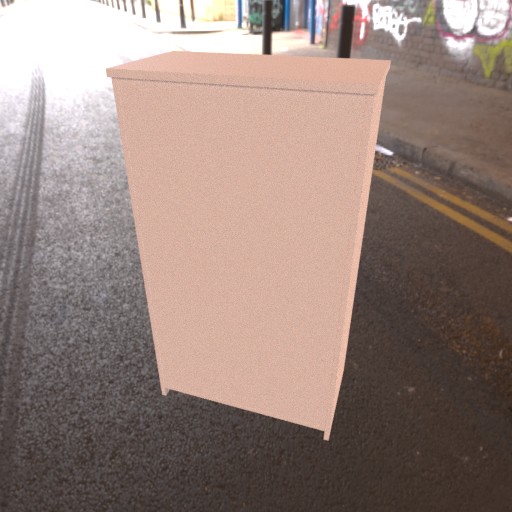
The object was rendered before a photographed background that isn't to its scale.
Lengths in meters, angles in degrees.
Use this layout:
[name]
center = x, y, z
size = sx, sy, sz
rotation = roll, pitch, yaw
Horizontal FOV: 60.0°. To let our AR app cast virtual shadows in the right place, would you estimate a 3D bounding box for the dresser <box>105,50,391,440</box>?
[dresser]
center = 0.000, 0.000, 1.562
size = 0.704, 1.255, 0.399
rotation = 10, 33, 16
